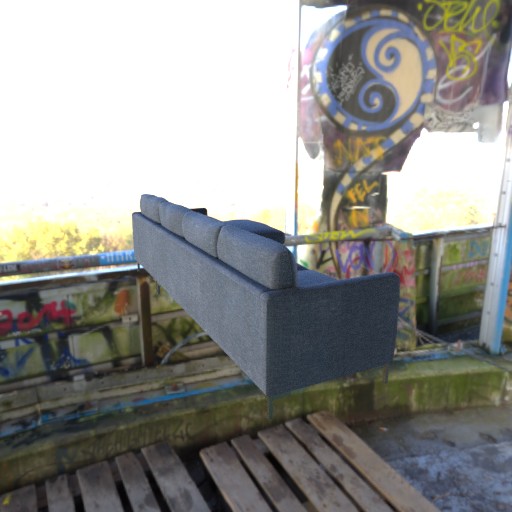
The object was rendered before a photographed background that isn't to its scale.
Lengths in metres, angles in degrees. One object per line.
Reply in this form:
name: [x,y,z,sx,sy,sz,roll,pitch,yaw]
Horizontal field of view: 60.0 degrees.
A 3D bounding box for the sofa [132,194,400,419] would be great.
sofa: [0.000,0.000,3.515,1.350,0.810,2.932,-7,16,-26]
